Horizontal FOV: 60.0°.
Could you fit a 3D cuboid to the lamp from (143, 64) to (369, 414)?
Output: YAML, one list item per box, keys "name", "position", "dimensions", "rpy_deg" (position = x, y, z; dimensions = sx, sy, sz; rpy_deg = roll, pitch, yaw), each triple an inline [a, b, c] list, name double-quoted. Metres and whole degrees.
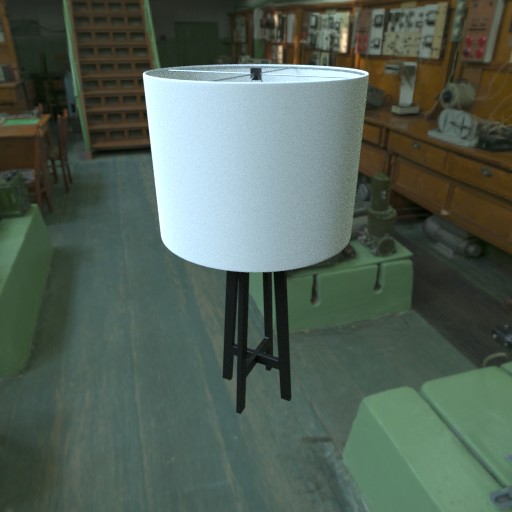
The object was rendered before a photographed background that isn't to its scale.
- name: "lamp"
  position: [0.000, 0.000, 0.626]
  dimensions: [0.257, 0.489, 0.257]
  rpy_deg: [-9, 28, -17]
